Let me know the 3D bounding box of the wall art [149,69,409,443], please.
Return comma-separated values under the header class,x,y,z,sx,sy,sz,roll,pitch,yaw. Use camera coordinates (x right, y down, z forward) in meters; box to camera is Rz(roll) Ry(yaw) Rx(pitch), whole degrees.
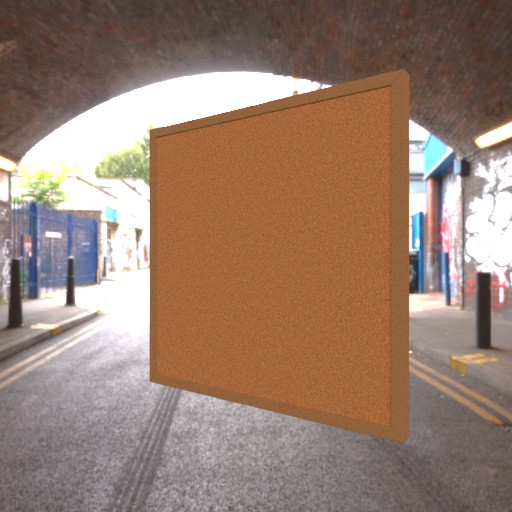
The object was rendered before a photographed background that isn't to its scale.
class,x,y,z,sx,sy,sz,roll,pitch,yaw
wall art,0.000,0.000,1.134,0.761,0.761,0.037,0,0,35
